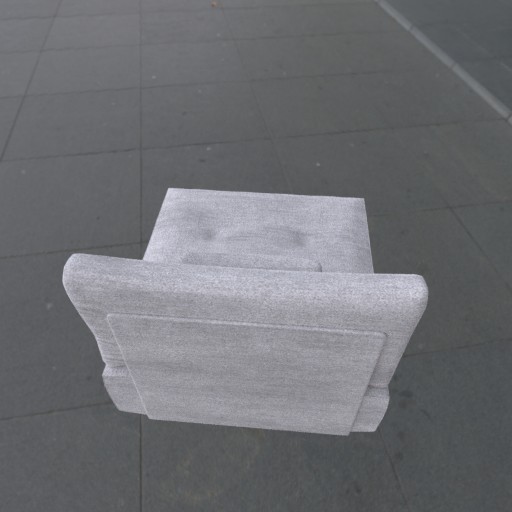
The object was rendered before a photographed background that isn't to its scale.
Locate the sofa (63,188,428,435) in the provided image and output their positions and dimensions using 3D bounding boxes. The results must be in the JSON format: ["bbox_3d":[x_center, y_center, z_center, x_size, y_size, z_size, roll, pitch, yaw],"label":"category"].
[{"bbox_3d":[0.000,0.000,1.675,0.930,0.820,1.000,4,47,3],"label":"sofa"}]
